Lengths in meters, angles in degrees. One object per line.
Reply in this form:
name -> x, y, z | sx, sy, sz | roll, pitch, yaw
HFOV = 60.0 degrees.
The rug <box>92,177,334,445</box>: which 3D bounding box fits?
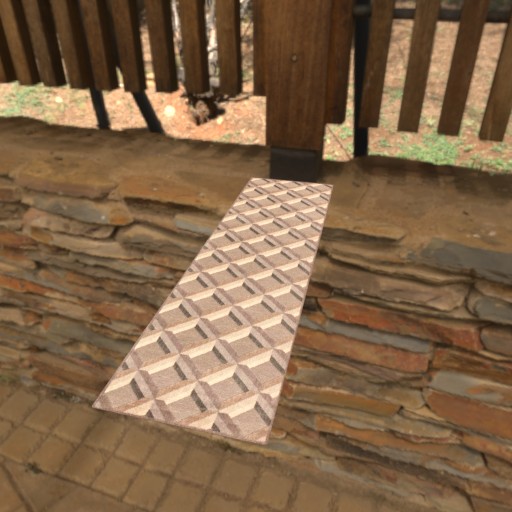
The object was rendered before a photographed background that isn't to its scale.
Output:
rug -> 0.000, 0.000, 2.618 | 0.685, 0.013, 2.437 | 7, 32, 12
